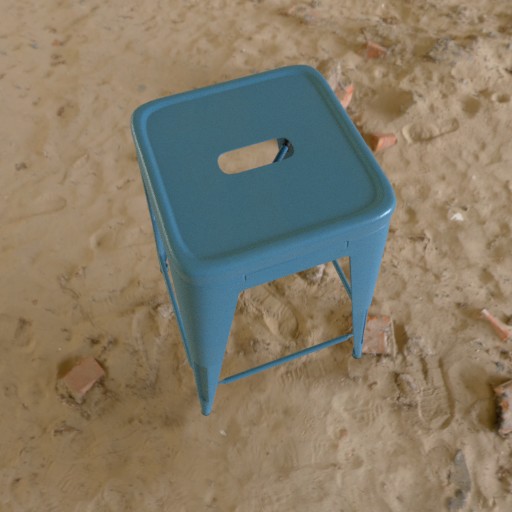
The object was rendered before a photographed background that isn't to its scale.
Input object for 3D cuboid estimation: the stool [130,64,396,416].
[{"bbox_3d":[0.000,0.000,0.879,0.410,0.608,0.410,-18,64,-9],"label":"stool"}]
